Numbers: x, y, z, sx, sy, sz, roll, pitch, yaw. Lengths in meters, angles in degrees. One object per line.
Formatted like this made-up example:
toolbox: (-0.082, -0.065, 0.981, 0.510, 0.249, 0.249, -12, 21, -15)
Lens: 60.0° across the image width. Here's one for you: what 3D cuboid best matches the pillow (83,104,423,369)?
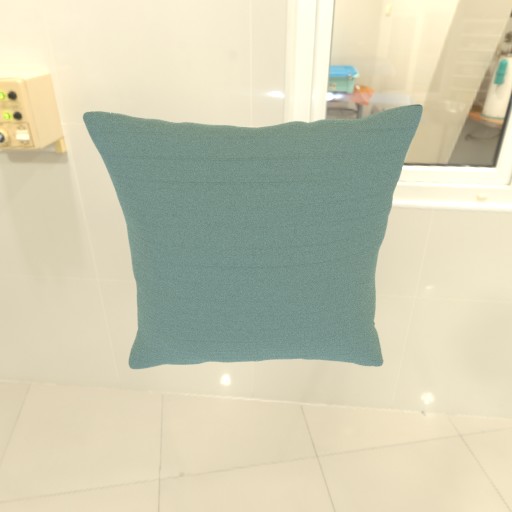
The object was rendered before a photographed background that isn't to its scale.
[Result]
pillow: (0.000, 0.000, 0.715, 0.470, 0.464, 0.175, -1, 29, -2)
